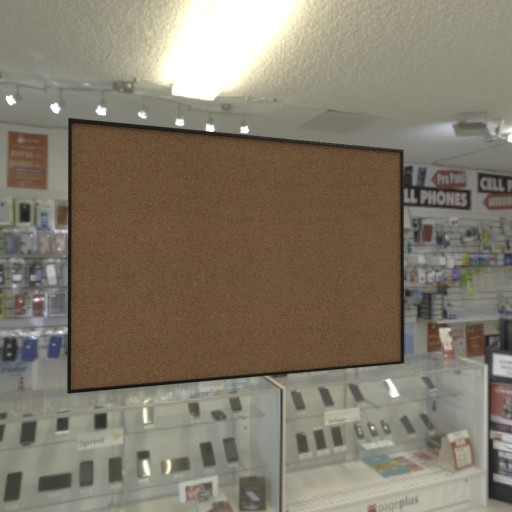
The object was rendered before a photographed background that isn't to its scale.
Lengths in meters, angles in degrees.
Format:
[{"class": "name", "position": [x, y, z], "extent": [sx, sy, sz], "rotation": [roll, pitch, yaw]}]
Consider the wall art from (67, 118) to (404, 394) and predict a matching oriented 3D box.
[{"class": "wall art", "position": [0.000, 0.000, 1.223], "extent": [0.957, 0.660, 0.019], "rotation": [0, 0, -19]}]
